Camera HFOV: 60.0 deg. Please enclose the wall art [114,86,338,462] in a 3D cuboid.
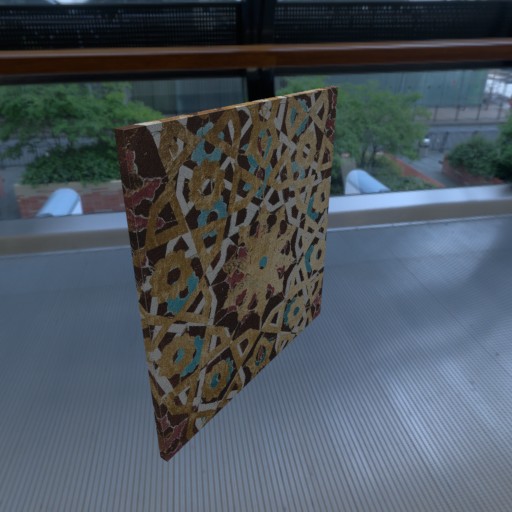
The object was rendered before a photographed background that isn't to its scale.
[{"bbox_3d":[0.000,0.000,1.149,0.028,0.762,0.757,18,32,31],"label":"wall art"}]
